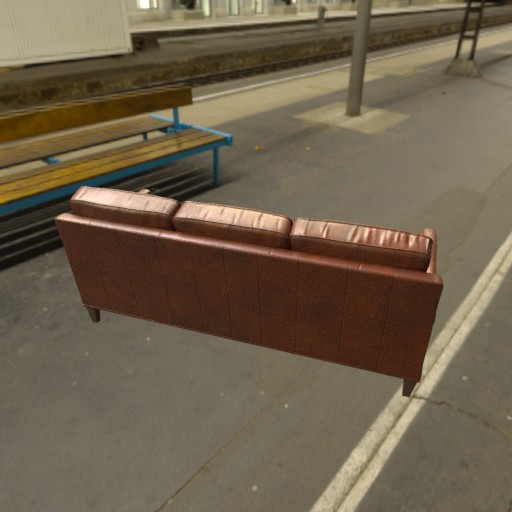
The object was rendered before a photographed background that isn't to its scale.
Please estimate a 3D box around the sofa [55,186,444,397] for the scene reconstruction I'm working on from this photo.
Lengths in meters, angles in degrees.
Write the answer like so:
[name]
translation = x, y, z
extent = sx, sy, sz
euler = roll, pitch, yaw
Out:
[sofa]
translation = 0.000, 0.000, 2.922
extent = 2.240, 1.003, 1.084
euler = 10, 32, 16
